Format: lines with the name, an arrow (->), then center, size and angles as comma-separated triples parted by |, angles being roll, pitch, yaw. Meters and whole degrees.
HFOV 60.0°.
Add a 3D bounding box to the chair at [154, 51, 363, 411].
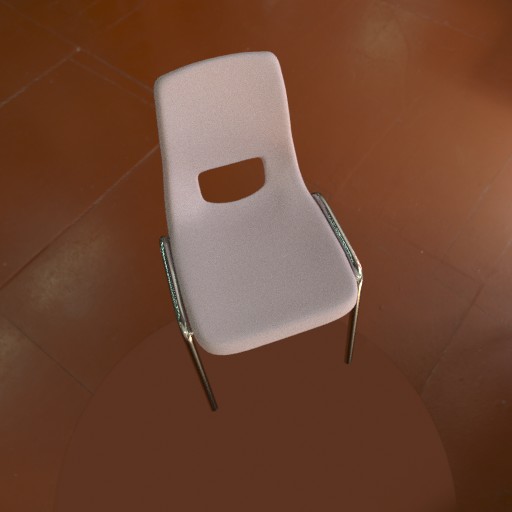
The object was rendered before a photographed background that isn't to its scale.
chair -> 0.000, 0.000, 0.927 | 0.381, 0.653, 0.436 | -17, 64, -9
